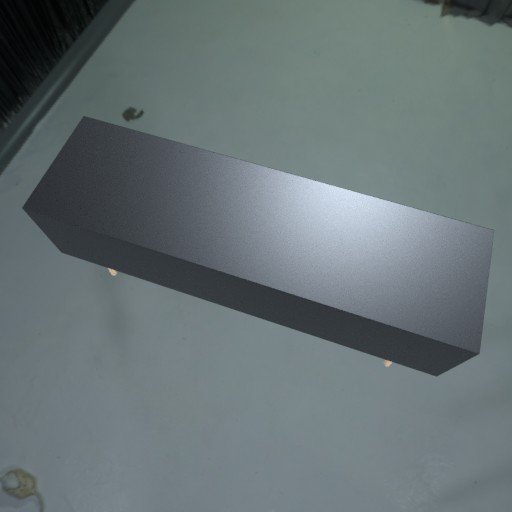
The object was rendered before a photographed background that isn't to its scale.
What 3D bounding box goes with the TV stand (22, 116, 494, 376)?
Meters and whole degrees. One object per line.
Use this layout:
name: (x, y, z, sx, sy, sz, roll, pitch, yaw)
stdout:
TV stand: (0.000, 0.000, 1.511, 1.312, 0.518, 0.390, 17, 65, 8)
